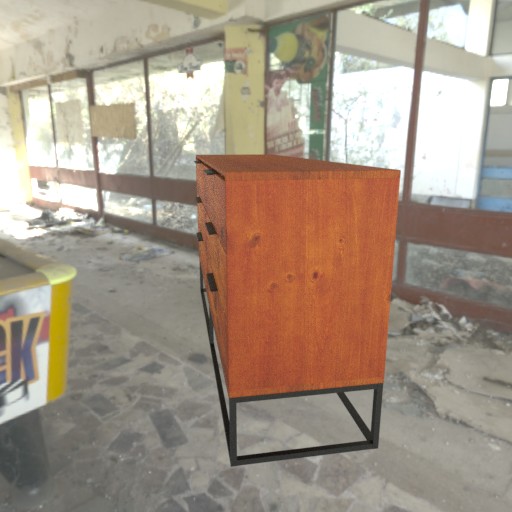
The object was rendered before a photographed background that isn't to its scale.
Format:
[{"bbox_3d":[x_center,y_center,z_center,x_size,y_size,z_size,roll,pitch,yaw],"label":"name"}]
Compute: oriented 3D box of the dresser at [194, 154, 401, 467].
[{"bbox_3d":[0.000,0.000,1.902,0.464,0.810,1.536,-3,15,-10],"label":"dresser"}]
